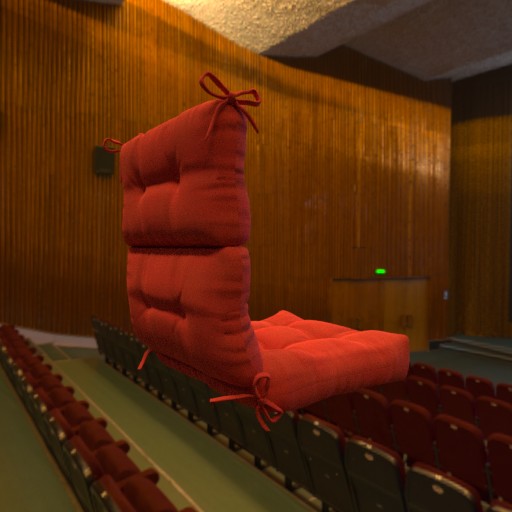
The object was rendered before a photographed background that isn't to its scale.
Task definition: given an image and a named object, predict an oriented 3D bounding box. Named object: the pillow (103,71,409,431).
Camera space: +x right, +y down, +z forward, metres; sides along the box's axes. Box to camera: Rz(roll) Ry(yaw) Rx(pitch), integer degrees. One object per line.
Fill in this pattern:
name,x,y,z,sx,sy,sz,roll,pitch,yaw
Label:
pillow,0.000,0.000,1.053,0.571,0.605,0.519,-1,2,-37
